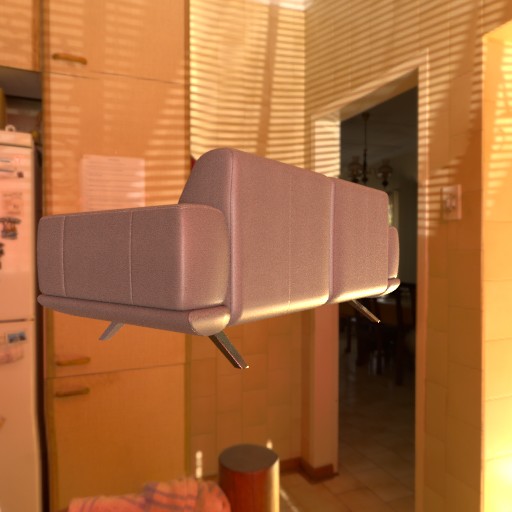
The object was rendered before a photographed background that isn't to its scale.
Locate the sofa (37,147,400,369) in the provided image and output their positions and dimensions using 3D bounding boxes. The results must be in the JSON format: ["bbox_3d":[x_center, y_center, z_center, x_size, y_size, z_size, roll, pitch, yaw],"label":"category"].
[{"bbox_3d":[0.000,0.000,2.319,0.900,0.772,1.901,1,1,37],"label":"sofa"}]
